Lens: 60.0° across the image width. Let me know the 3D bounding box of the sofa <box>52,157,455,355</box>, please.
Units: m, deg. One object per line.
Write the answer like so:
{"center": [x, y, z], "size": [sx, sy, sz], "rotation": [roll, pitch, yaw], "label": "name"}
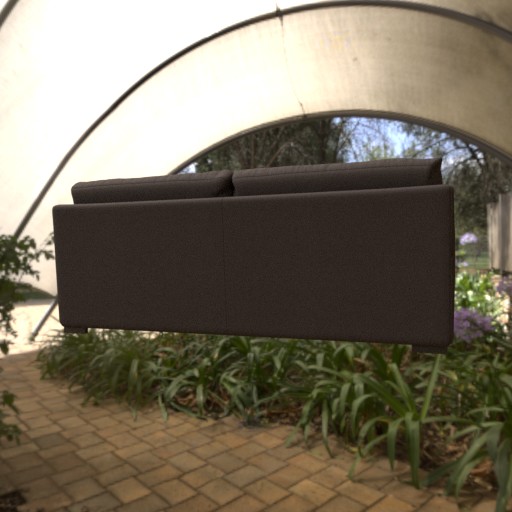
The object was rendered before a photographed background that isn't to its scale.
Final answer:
{"center": [0.000, 0.000, 2.819], "size": [2.271, 0.950, 1.140], "rotation": [0, -1, 18], "label": "sofa"}
